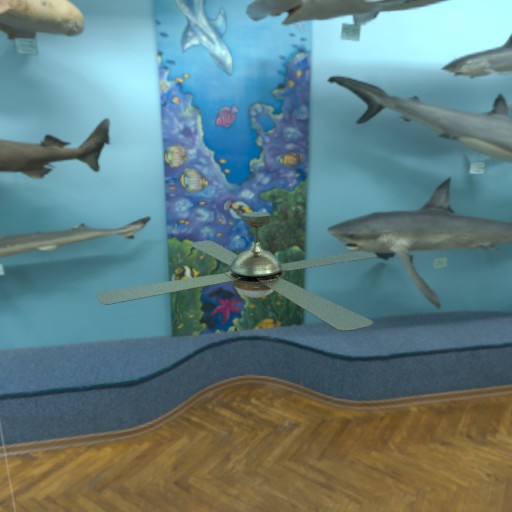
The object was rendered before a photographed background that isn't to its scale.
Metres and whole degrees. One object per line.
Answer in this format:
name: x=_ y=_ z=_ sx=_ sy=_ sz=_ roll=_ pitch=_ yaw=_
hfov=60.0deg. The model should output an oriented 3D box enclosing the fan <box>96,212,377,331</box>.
fan: x=0.000 y=0.000 z=1.996 sx=1.321 sy=0.381 sz=1.321 roll=-2 pitch=15 yaw=-8
